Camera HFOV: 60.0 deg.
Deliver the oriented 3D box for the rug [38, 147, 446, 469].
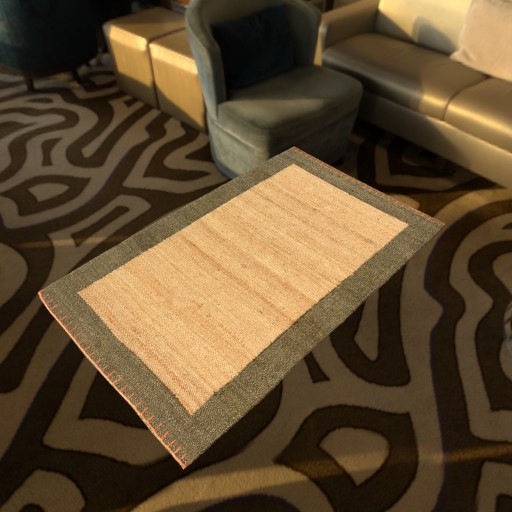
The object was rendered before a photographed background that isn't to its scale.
[{"bbox_3d":[0.000,0.000,3.001,2.435,0.006,1.521,-35,55,-30],"label":"rug"}]
